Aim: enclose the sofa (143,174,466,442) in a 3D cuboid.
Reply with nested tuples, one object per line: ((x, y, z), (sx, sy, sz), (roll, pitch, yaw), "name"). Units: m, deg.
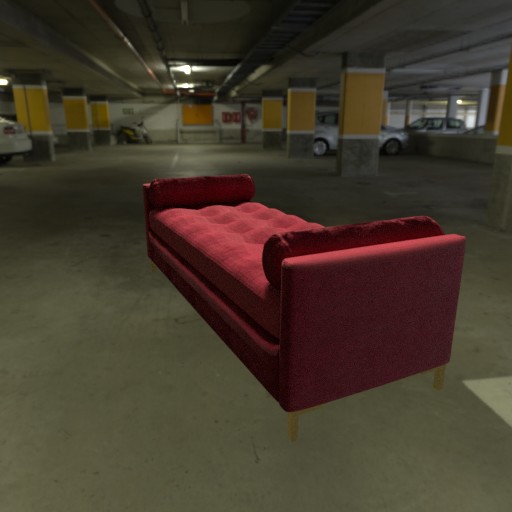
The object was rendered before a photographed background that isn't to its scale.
((0.000, 0.000, 2.477), (0.796, 0.705, 2.102), (-8, 18, -25), "sofa")
